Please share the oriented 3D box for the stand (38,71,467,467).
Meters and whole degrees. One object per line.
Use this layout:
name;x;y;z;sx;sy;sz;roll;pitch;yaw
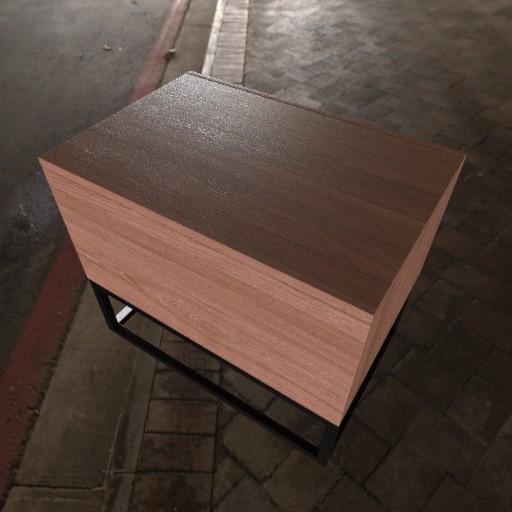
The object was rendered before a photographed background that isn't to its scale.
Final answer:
stand;0.000;0.000;0.930;0.600;0.500;0.420;25;51;22
